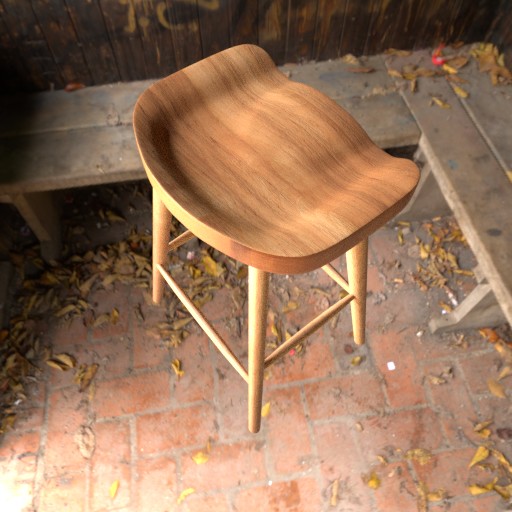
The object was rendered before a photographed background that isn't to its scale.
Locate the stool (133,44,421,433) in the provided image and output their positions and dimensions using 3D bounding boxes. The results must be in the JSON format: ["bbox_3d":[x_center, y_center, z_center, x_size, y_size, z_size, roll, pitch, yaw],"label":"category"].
[{"bbox_3d":[0.000,0.000,0.884,0.361,0.615,0.440,-34,64,-19],"label":"stool"}]
